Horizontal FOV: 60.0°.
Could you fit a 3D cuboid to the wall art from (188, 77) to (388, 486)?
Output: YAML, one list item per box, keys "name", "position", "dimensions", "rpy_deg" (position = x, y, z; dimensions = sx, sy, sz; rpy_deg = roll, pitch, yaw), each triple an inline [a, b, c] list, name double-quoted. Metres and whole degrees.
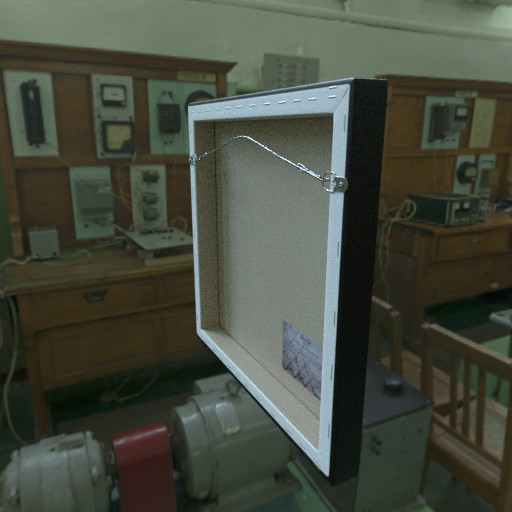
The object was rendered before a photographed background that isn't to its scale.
- name: "wall art"
  position: [0.000, 0.000, 0.593]
  dimensions: [0.041, 0.407, 0.406]
  rpy_deg: [-8, 18, -27]
